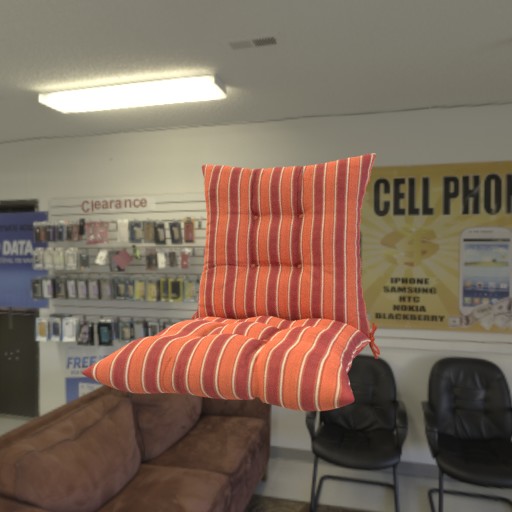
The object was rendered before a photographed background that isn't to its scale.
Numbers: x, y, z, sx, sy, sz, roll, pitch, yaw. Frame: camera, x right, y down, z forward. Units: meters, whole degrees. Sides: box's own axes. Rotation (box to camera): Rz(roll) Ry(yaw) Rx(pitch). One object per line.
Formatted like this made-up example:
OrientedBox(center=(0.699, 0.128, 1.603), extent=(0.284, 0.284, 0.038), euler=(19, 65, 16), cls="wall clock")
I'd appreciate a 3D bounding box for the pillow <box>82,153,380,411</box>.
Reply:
OrientedBox(center=(0.000, 0.000, 1.020), extent=(0.541, 0.536, 0.585), euler=(0, 1, 18), cls="pillow")
